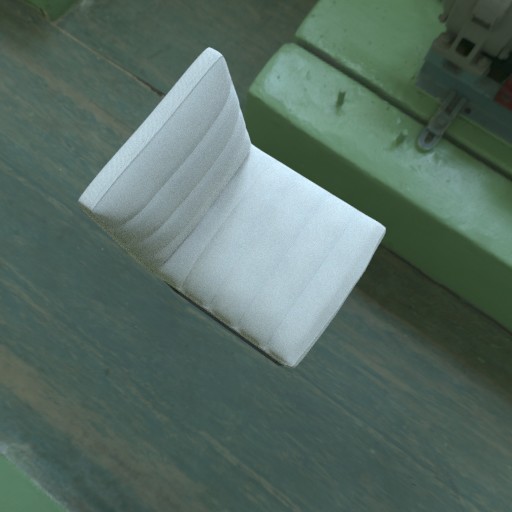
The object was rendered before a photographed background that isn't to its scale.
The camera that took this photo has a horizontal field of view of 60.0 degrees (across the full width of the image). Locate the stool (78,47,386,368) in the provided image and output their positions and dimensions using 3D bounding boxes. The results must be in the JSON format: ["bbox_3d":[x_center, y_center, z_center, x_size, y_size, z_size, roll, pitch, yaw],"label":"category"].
[{"bbox_3d":[0.000,0.000,1.375,0.573,1.061,0.464,34,79,8],"label":"stool"}]
